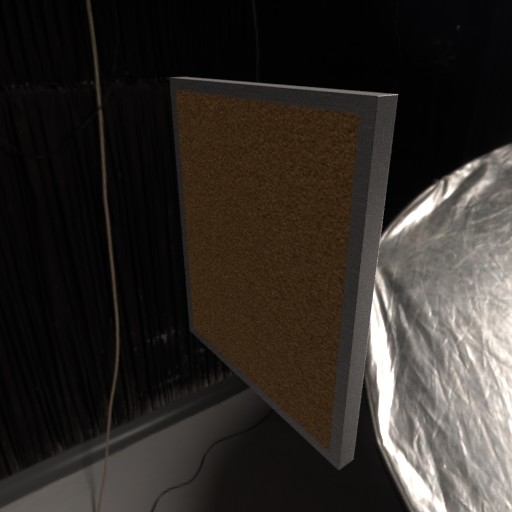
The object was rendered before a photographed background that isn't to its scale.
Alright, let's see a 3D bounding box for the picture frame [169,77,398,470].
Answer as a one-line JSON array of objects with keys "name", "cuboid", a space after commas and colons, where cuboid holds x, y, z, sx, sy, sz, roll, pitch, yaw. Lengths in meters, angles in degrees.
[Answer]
[{"name": "picture frame", "cuboid": [0.000, 0.000, 0.521, 0.027, 0.378, 0.327, -17, 30, -33]}]
